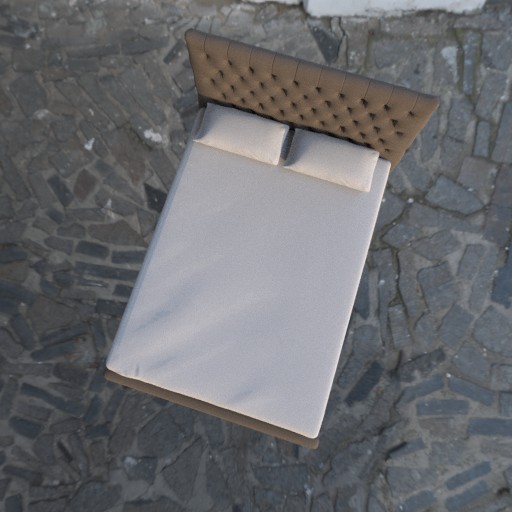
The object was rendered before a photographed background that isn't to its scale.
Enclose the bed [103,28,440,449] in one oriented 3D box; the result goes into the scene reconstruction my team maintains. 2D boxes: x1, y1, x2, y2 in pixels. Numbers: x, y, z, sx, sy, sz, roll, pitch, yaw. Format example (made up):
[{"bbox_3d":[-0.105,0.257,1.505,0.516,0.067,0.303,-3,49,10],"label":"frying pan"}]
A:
[{"bbox_3d":[0.000,0.000,3.260,1.698,1.427,2.387,17,78,4],"label":"bed"}]
